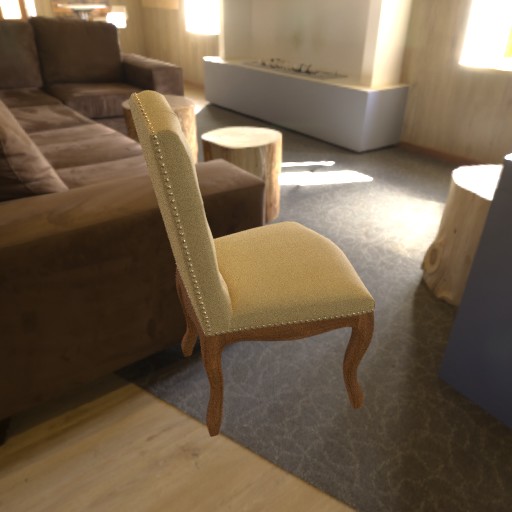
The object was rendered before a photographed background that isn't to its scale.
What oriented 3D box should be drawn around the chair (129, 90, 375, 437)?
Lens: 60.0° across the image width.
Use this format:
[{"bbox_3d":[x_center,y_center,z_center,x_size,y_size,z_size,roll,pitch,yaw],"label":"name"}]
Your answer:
[{"bbox_3d":[0.000,0.000,1.593,0.715,1.165,0.623,-10,32,-17],"label":"chair"}]
